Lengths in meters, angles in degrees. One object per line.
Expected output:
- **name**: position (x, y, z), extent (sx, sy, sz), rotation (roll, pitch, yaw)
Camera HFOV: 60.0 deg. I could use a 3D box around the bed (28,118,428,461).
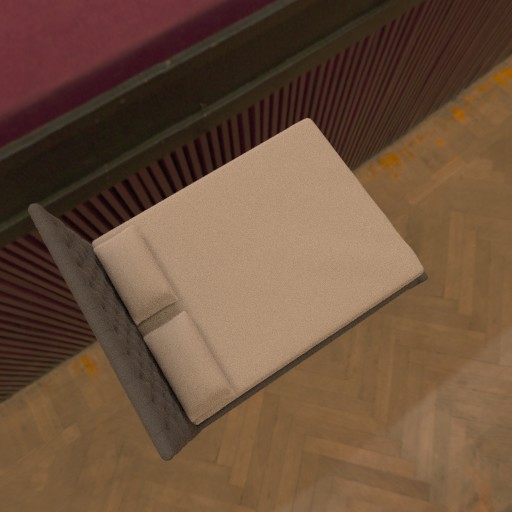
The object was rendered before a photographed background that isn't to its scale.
- **bed**: position (0.000, 0.000, 3.304), extent (2.231, 1.427, 1.698), rotation (-32, 77, -8)
